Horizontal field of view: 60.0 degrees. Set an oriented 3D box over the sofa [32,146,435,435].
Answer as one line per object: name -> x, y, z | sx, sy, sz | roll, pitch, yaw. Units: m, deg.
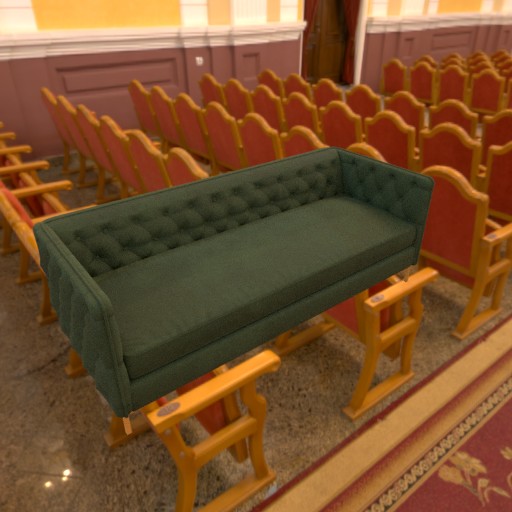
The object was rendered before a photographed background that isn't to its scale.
sofa -> 0.000, 0.000, 2.661 | 2.209, 0.771, 0.895 | -21, 37, -32
